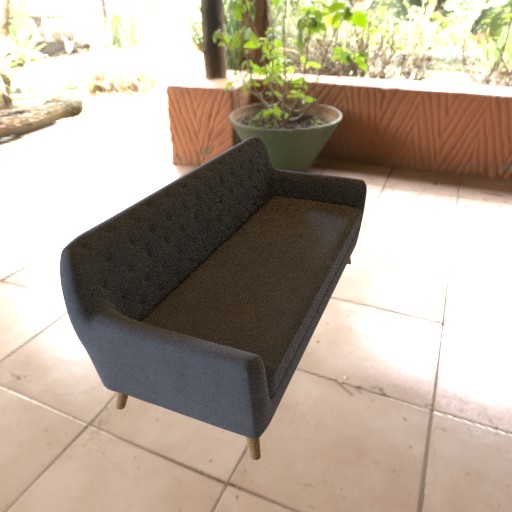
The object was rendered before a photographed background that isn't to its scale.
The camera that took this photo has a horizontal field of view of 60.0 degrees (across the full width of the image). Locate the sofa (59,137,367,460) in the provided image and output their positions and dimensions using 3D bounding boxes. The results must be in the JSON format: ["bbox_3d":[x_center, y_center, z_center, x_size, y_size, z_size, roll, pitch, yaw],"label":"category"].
[{"bbox_3d":[0.000,0.000,2.401,0.830,0.830,1.970,11,31,20],"label":"sofa"}]
